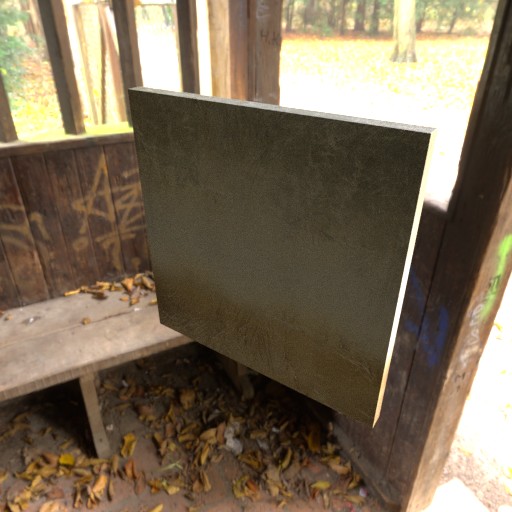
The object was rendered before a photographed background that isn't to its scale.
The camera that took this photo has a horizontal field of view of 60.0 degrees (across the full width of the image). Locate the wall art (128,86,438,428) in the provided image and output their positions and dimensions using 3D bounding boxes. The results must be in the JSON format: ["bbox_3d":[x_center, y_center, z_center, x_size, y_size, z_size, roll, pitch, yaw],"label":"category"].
[{"bbox_3d":[0.000,0.000,0.926,0.610,0.610,0.038,19,35,29],"label":"wall art"}]
